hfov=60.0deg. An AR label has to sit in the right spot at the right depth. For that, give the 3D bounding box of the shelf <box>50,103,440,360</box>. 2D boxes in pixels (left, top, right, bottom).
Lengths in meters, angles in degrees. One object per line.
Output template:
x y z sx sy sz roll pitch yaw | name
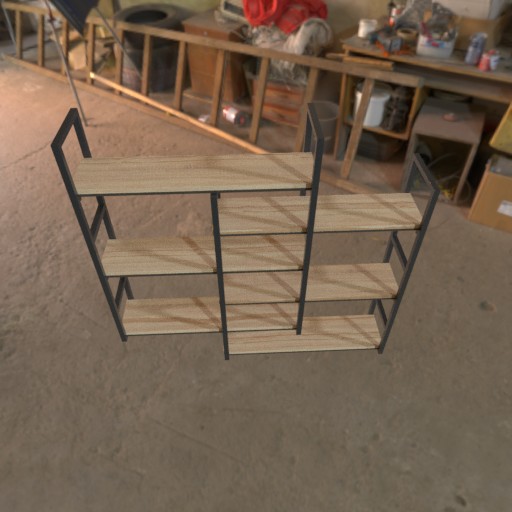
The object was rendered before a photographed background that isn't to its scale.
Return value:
0.000 0.000 1.402 0.946 0.921 0.183 -2 45 -2 | shelf
